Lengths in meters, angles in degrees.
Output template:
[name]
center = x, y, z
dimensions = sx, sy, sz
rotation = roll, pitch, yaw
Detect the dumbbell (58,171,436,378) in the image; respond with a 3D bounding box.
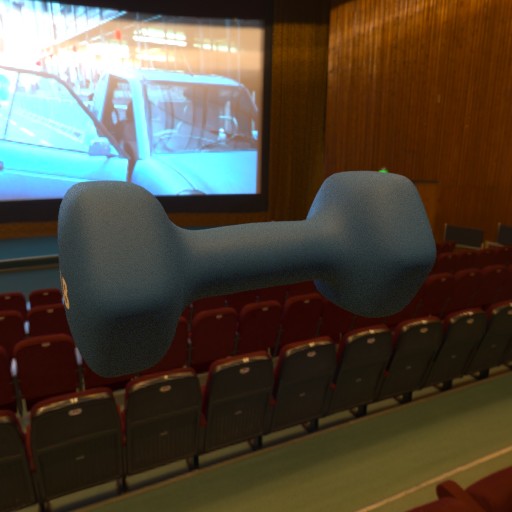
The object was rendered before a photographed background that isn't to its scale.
[dumbbell]
center = 0.000, 0.000, 0.261
dimensions = 0.212, 0.093, 0.103
rotation = -7, 16, -25
